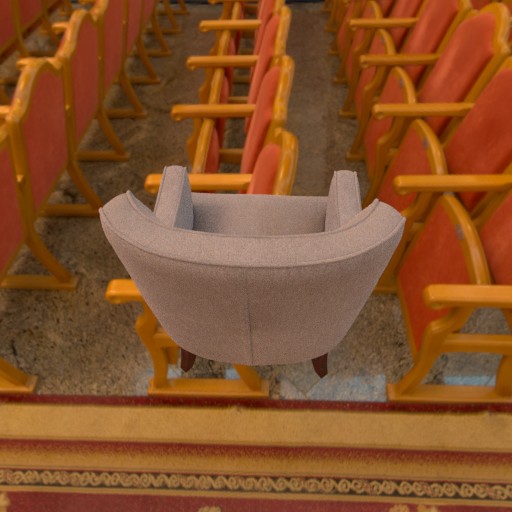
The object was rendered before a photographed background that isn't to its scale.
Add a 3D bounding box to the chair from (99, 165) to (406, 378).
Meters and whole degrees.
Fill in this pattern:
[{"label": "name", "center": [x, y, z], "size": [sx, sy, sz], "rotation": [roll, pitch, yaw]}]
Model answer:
[{"label": "chair", "center": [0.000, 0.000, 1.604], "size": [0.781, 0.919, 0.910], "rotation": [2, 46, 2]}]
